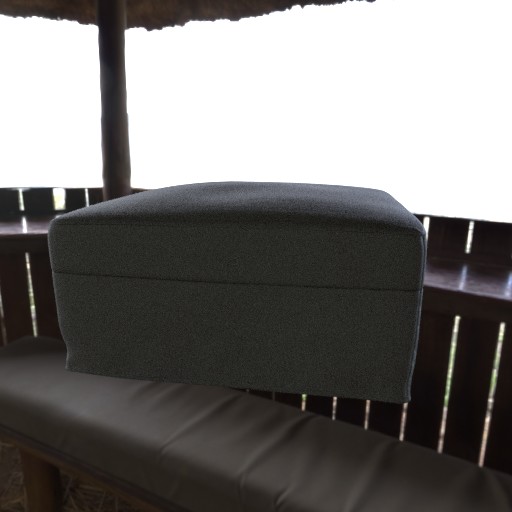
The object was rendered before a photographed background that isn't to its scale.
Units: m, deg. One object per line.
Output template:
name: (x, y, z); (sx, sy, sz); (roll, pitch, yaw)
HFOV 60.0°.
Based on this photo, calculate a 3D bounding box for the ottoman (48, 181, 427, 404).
ottoman: (0.000, 0.000, 1.347); (0.842, 0.441, 0.843); (2, 14, 10)
